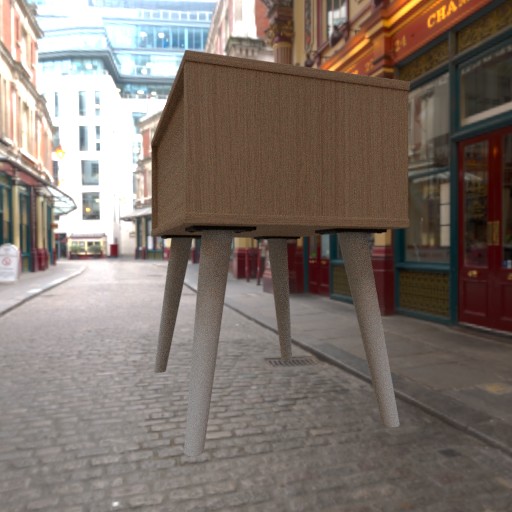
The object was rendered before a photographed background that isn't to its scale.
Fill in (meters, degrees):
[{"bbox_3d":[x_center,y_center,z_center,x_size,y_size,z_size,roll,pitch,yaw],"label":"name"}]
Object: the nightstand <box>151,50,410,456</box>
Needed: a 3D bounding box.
[{"bbox_3d":[0.000,0.000,0.986,0.407,0.610,0.571,0,0,-18],"label":"nightstand"}]
